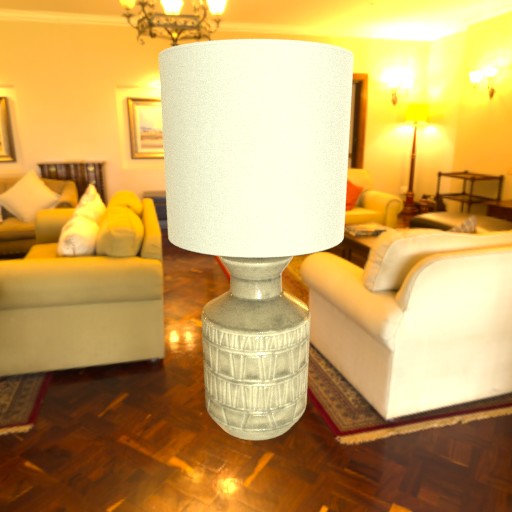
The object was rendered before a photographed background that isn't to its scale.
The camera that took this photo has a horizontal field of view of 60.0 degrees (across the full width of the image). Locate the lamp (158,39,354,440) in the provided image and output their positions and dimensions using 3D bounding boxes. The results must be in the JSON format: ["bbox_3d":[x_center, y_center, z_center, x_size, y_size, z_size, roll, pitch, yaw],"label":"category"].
[{"bbox_3d":[0.000,0.000,0.551,0.211,0.455,0.211,8,17,26],"label":"lamp"}]
